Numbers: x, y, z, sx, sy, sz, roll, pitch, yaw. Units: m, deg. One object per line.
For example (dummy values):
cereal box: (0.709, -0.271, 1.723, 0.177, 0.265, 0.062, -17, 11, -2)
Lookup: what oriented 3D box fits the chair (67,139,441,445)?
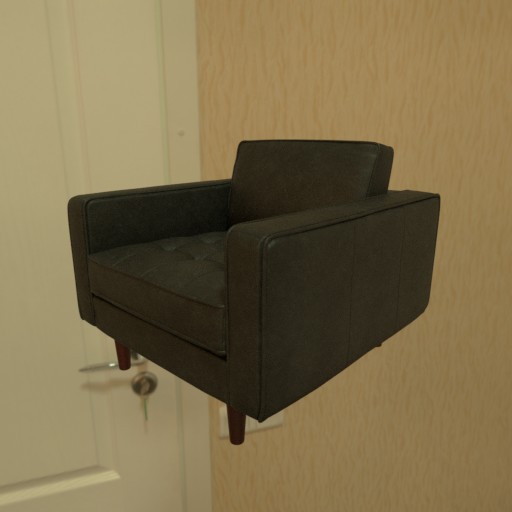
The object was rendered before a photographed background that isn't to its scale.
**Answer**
chair: (0.000, 0.000, 1.509, 0.889, 0.763, 0.914, 14, 21, 41)
